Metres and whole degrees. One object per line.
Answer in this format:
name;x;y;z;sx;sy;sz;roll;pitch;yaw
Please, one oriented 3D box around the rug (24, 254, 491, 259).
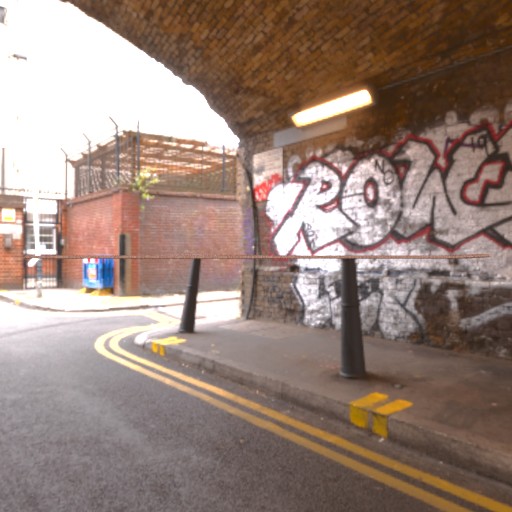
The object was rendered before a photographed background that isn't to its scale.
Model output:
rug;0.000;0.000;4.093;3.052;0.043;2.453;0;0;-1
